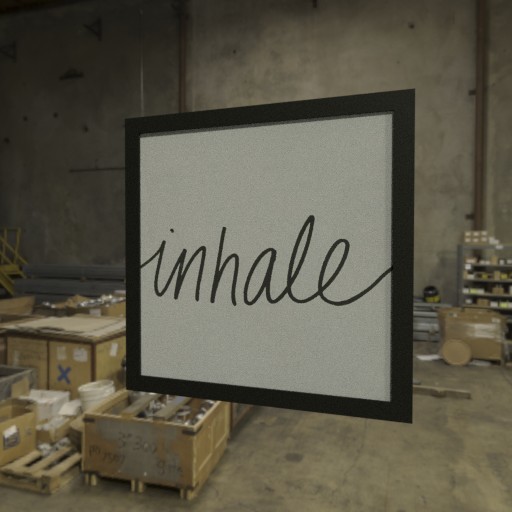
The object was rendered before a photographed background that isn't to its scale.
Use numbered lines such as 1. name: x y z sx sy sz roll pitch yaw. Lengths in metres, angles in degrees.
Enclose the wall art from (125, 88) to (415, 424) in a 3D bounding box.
1. wall art: 0.000 0.000 0.531 0.356 0.356 0.013 0 1 18
